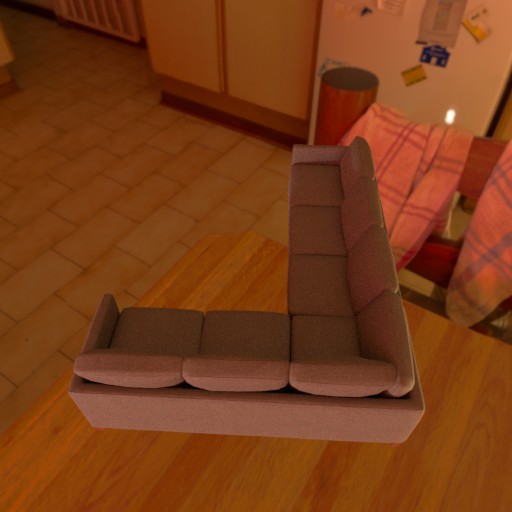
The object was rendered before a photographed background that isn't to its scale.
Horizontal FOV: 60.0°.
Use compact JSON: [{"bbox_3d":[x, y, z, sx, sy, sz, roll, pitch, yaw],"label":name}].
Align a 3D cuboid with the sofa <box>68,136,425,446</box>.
[{"bbox_3d":[0.000,0.000,4.407,2.593,0.947,3.302,2,47,2],"label":"sofa"}]
